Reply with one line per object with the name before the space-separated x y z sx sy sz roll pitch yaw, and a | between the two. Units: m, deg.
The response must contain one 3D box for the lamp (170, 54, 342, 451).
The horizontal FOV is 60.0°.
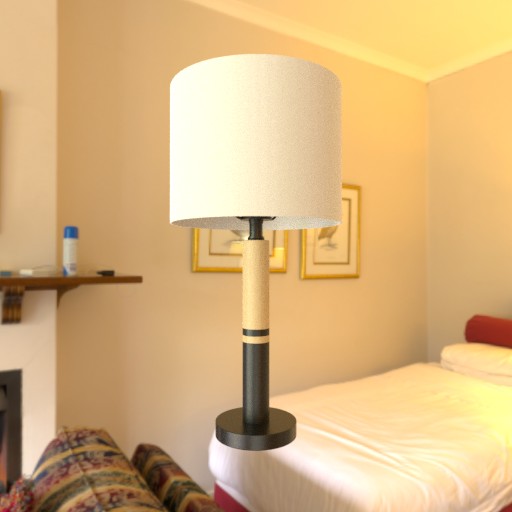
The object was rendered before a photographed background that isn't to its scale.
lamp | 0.000 0.000 0.800 0.305 0.640 0.305 0 -1 18
